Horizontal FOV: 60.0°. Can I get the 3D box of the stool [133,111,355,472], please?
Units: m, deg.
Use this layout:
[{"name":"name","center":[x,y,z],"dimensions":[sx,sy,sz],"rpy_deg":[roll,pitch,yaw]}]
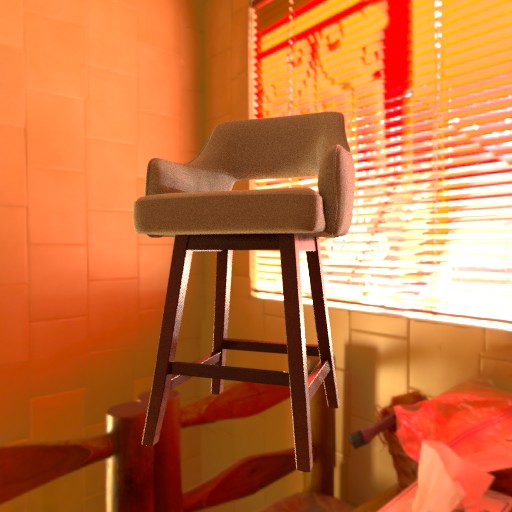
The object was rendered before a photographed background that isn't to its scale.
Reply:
[{"name":"stool","center":[0.000,0.000,1.264],"dimensions":[0.550,0.936,0.560],"rpy_deg":[0,1,19]}]
